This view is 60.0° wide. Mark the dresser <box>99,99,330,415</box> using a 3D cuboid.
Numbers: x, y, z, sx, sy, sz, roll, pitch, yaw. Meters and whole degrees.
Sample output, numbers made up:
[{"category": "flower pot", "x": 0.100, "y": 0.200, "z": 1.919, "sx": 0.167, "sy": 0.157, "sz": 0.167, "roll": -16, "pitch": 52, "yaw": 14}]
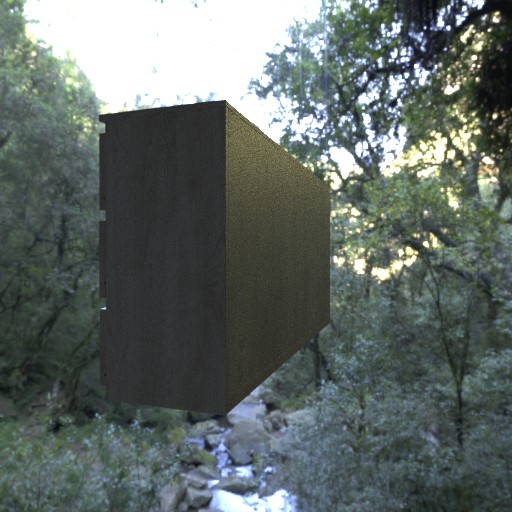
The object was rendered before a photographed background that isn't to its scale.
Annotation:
[{"category": "dresser", "x": 0.000, "y": 0.000, "z": 1.925, "sx": 0.390, "sy": 0.795, "sz": 1.590, "roll": 0, "pitch": 0, "yaw": 19}]
